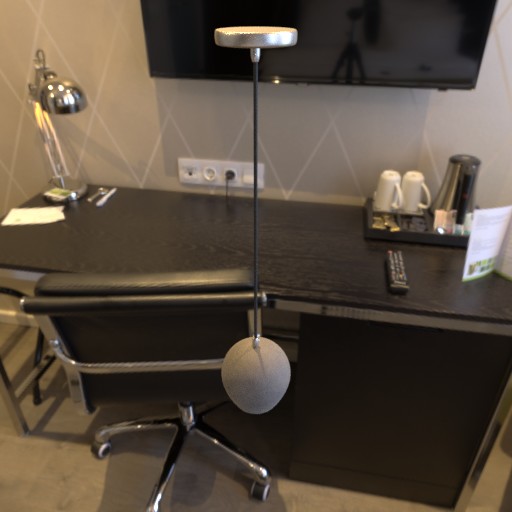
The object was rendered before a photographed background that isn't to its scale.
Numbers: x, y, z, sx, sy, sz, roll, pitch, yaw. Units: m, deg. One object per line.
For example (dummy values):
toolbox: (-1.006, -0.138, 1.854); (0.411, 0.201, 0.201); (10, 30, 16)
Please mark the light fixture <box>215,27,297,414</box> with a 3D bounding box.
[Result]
light fixture: (0.000, 0.000, 0.834); (0.153, 0.760, 0.153); (-10, 32, -16)
